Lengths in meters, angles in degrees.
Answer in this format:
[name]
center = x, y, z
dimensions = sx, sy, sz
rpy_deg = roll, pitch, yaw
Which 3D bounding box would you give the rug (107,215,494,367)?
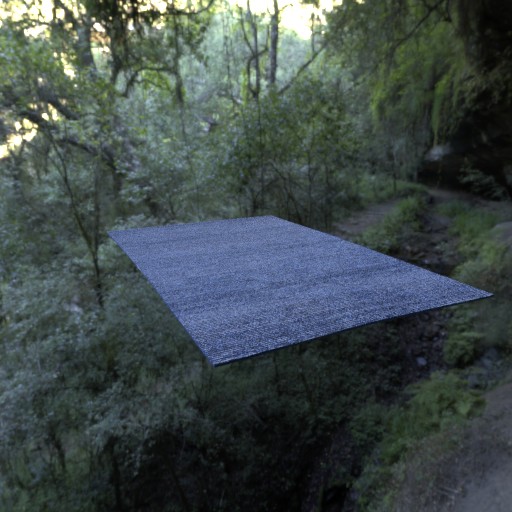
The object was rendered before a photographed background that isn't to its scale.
[rug]
center = 0.000, 0.000, 2.211
dimensions = 1.159, 0.025, 1.793
rpy_deg = -8, 18, -26
